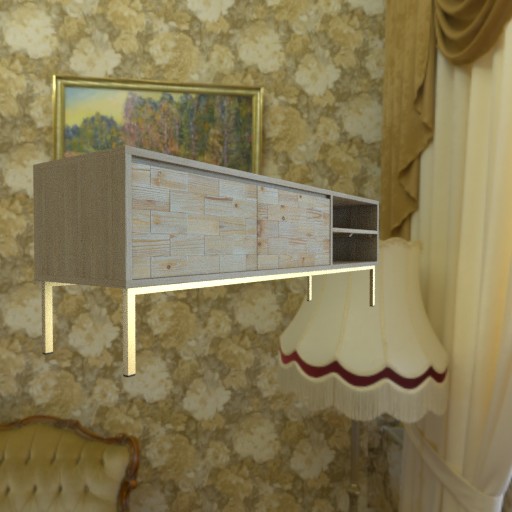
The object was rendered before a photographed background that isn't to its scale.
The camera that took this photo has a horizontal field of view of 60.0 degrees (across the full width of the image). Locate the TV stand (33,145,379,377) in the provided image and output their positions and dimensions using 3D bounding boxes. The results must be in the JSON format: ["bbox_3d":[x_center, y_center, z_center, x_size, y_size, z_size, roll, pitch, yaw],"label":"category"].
[{"bbox_3d":[0.000,0.000,1.805,0.420,0.550,1.600,1,2,36],"label":"TV stand"}]
